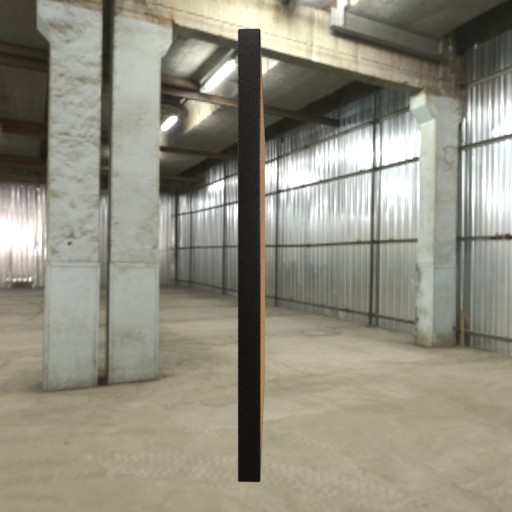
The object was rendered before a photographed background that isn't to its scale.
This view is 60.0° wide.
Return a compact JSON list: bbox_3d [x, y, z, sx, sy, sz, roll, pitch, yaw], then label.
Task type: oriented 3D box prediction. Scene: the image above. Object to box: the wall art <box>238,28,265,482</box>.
[{"bbox_3d":[0.000,0.000,1.120,0.038,0.761,0.755,0,0,2],"label":"wall art"}]
